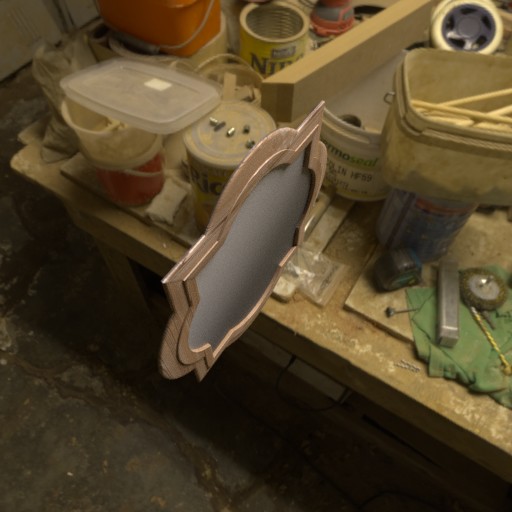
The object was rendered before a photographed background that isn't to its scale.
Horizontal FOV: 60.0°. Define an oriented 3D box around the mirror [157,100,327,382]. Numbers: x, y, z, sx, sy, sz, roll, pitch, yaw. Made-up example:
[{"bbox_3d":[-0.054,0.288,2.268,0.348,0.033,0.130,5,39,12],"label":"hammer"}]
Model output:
[{"bbox_3d":[0.000,0.000,1.080,0.019,0.686,0.686,29,62,17],"label":"mirror"}]
